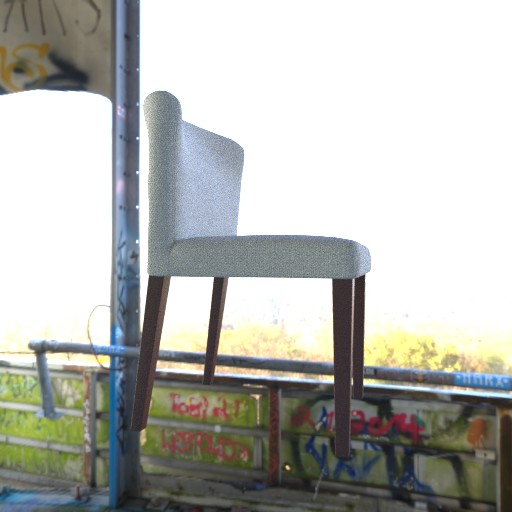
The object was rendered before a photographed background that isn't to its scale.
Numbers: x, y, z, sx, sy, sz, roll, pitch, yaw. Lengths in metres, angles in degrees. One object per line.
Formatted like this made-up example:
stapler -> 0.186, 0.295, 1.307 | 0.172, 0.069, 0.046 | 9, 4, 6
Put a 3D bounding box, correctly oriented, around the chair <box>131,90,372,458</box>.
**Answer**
chair -> 0.000, 0.000, 1.203 | 0.589, 0.839, 0.491 | 0, -1, 17
